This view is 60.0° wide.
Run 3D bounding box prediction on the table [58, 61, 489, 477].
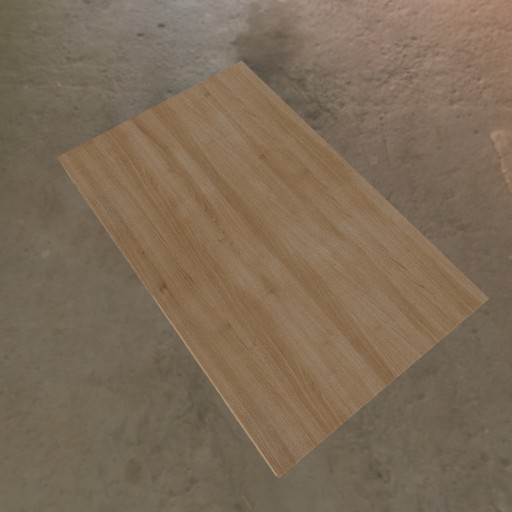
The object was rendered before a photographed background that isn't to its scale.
[{"bbox_3d":[0.000,0.000,1.457,0.700,0.440,1.100,-34,69,-15],"label":"table"}]
